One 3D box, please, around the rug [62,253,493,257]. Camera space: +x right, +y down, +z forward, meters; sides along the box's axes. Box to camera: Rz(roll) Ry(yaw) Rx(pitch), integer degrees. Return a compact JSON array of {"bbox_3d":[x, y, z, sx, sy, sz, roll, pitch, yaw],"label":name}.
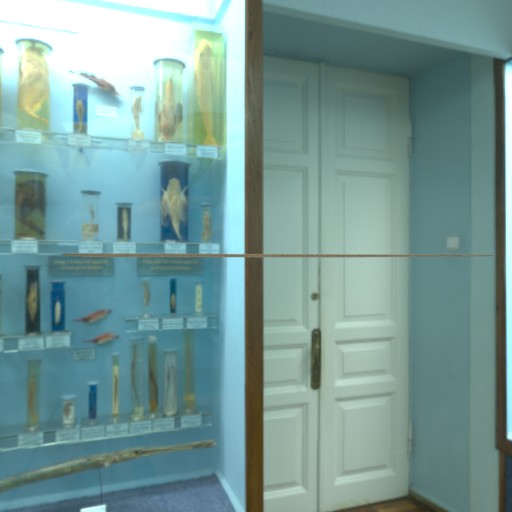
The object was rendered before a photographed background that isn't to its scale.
[{"bbox_3d":[0.000,0.000,4.110,3.048,0.014,2.438,0,0,-17],"label":"rug"}]
